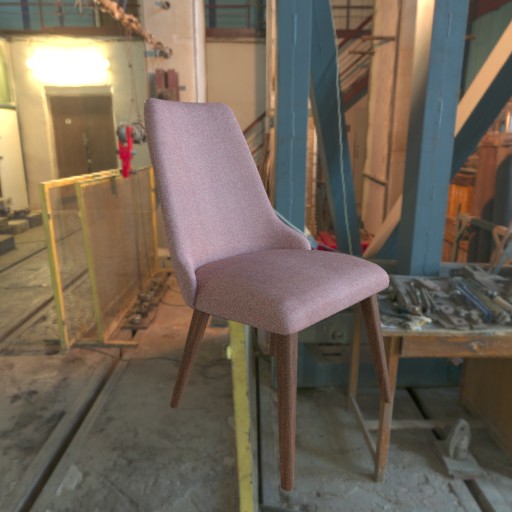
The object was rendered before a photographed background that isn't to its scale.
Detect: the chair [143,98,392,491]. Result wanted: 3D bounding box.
[{"bbox_3d":[0.000,0.000,1.333,0.707,0.918,0.535,14,20,42],"label":"chair"}]
